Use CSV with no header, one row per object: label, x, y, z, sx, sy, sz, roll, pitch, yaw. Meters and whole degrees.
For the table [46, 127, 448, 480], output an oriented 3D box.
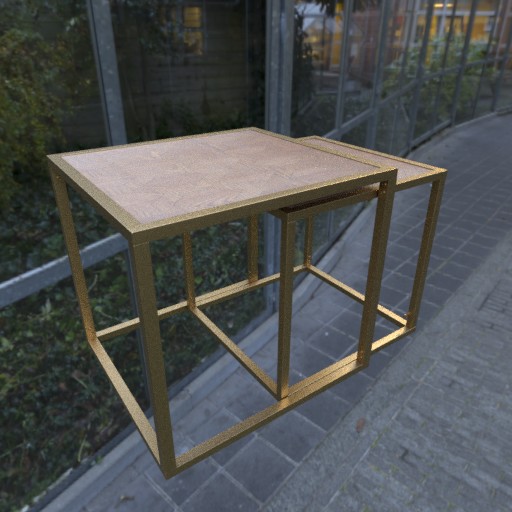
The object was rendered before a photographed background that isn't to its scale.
table,0.000,0.000,1.086,0.762,0.505,0.505,-18,32,-31
